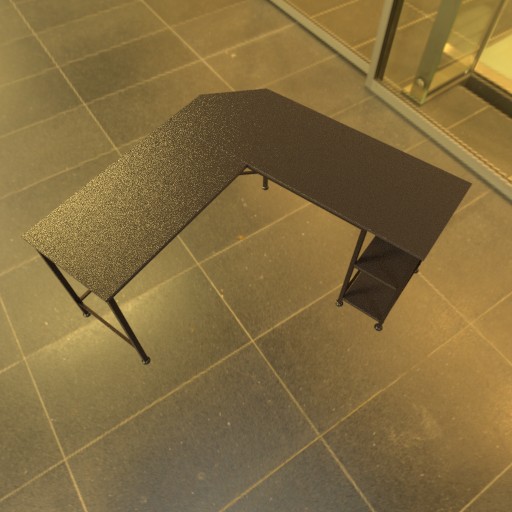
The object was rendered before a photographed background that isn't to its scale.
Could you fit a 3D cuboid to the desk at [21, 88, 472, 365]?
[{"bbox_3d":[0.000,0.000,2.205,1.379,0.739,1.379,32,62,19],"label":"desk"}]
